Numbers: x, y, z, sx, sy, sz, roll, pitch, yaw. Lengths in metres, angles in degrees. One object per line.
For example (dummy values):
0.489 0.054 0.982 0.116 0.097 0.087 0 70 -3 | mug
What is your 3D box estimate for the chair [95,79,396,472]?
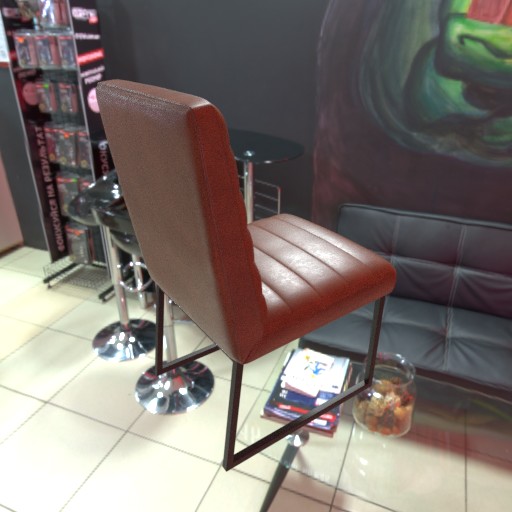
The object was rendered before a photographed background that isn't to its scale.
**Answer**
0.000 0.000 1.253 0.634 0.930 0.520 -17 31 -31 | chair
